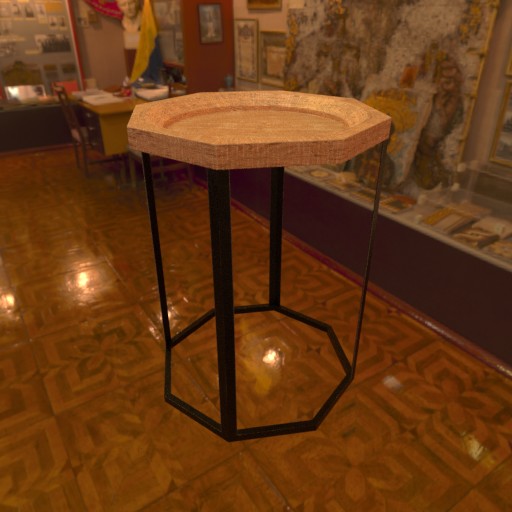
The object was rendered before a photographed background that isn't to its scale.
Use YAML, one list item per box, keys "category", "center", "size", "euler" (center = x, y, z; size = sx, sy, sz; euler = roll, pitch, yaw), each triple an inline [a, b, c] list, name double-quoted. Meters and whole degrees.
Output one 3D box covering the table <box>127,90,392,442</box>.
- category: "table"
  center: [0.000, 0.000, 0.872]
  size: [0.437, 0.553, 0.437]
  euler: [-17, 33, -27]
